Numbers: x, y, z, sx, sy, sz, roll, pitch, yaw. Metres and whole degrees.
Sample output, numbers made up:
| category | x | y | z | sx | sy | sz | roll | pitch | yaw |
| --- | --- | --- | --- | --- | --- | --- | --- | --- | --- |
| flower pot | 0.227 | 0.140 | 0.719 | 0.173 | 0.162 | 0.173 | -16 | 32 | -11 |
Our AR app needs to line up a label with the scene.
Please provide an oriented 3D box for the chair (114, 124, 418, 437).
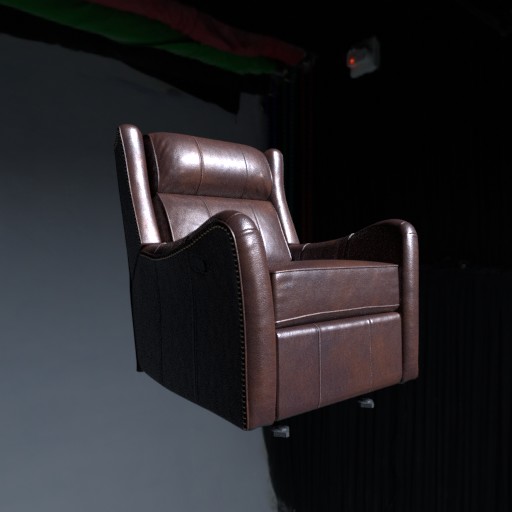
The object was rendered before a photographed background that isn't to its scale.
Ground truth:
| category | x | y | z | sx | sy | sz | roll | pitch | yaw |
| --- | --- | --- | --- | --- | --- | --- | --- | --- | --- |
| chair | 0.000 | 0.000 | 1.790 | 0.869 | 1.084 | 1.008 | -1 | 2 | -37 |
